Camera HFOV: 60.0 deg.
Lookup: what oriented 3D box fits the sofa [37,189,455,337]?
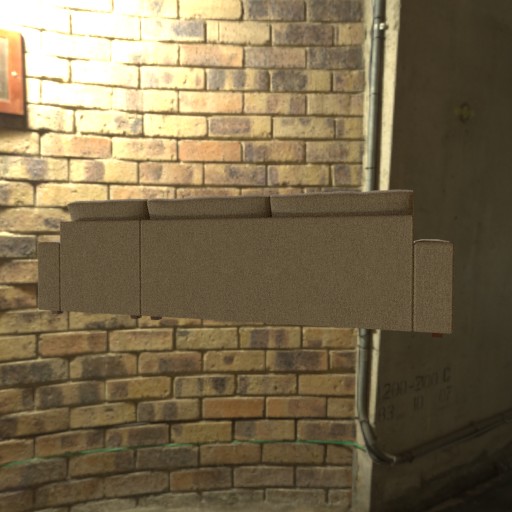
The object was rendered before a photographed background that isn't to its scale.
[{"bbox_3d":[0.000,0.000,3.521,2.718,0.813,1.689,1,2,18],"label":"sofa"}]
